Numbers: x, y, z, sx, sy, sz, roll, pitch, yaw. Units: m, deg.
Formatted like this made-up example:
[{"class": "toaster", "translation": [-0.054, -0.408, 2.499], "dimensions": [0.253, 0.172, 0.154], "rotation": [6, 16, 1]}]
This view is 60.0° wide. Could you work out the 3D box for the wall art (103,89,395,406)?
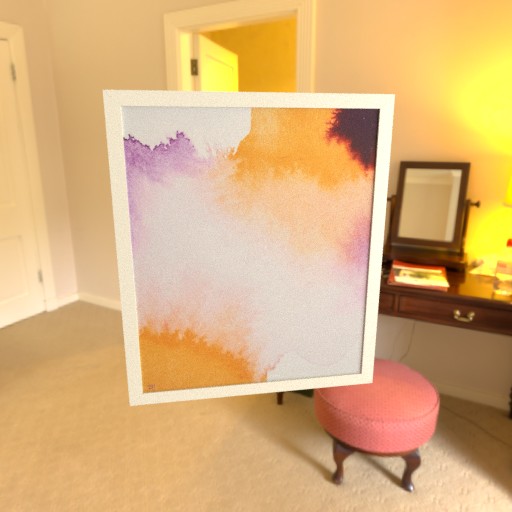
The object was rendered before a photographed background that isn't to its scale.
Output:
[{"class": "wall art", "translation": [0.000, 0.000, 0.801], "dimensions": [0.482, 0.557, 0.012], "rotation": [-3, 15, -9]}]
